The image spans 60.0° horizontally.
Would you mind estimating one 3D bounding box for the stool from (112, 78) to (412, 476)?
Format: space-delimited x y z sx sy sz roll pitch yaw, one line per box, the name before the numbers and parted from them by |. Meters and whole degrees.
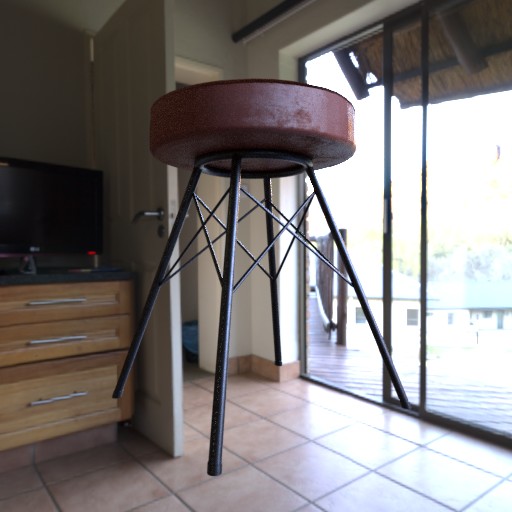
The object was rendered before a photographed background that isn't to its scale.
stool | 0.000 0.000 0.899 0.457 0.593 0.421 0 1 -36
